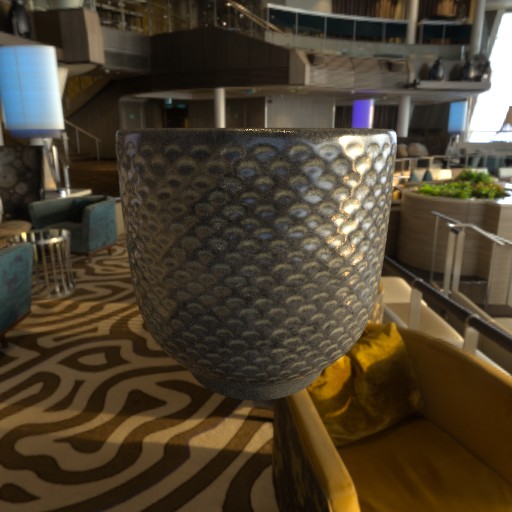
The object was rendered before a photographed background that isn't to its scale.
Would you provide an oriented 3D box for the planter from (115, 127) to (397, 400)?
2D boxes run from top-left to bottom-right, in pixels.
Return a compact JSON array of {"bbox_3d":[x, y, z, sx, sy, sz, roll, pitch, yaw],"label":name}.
[{"bbox_3d":[0.000,0.000,0.347,0.197,0.191,0.197,0,15,0],"label":"planter"}]
